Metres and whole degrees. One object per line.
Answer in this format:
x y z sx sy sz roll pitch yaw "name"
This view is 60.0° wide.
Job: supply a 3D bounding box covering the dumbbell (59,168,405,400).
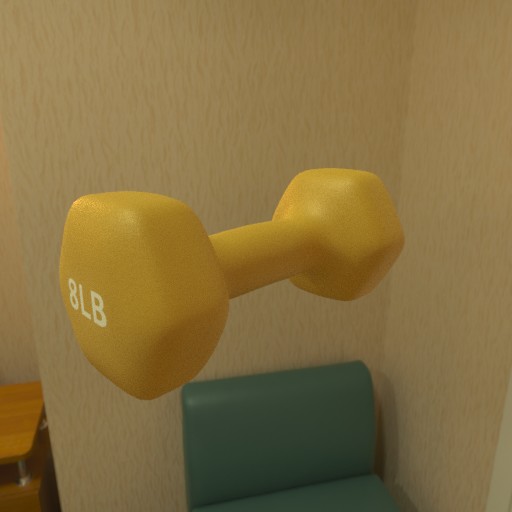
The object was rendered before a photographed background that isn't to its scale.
0.000 0.000 0.238 0.090 0.082 0.190 16 23 43 "dumbbell"
